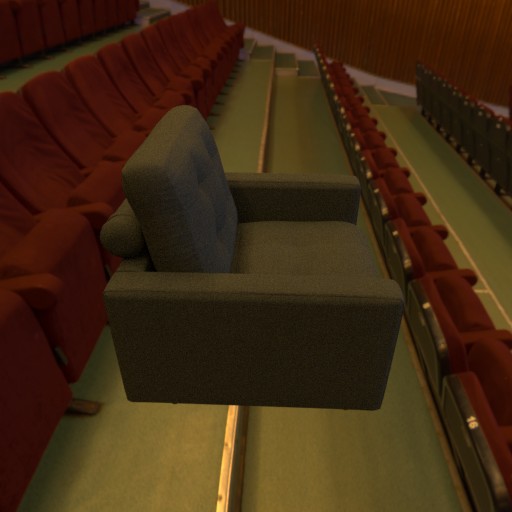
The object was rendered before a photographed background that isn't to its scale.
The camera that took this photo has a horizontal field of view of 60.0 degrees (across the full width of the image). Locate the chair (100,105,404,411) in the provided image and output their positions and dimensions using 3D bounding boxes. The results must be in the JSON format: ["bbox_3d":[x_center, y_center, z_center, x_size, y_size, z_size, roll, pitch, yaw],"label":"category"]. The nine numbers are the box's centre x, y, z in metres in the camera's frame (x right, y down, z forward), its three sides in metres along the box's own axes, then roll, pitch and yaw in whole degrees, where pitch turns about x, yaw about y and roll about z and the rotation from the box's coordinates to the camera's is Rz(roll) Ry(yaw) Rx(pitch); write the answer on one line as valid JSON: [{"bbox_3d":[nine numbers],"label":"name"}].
[{"bbox_3d":[0.000,0.000,1.536,0.843,0.880,0.821,1,33,2],"label":"chair"}]
